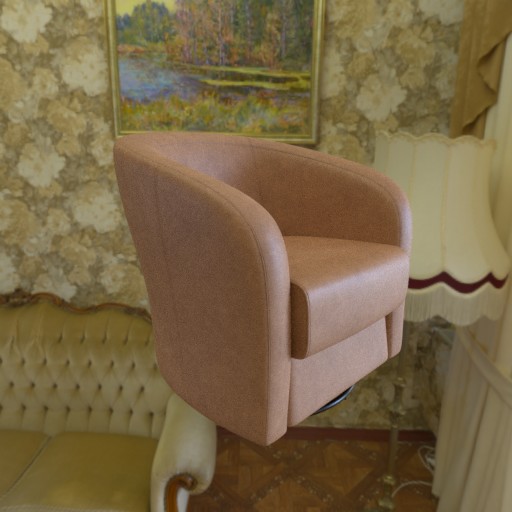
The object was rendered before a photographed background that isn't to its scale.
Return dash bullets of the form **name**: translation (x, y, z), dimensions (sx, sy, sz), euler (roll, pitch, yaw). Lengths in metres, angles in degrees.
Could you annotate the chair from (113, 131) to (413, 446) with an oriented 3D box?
- **chair**: translation (0.000, 0.000, 1.404), dimensions (0.815, 0.771, 0.791), euler (13, 19, 42)
